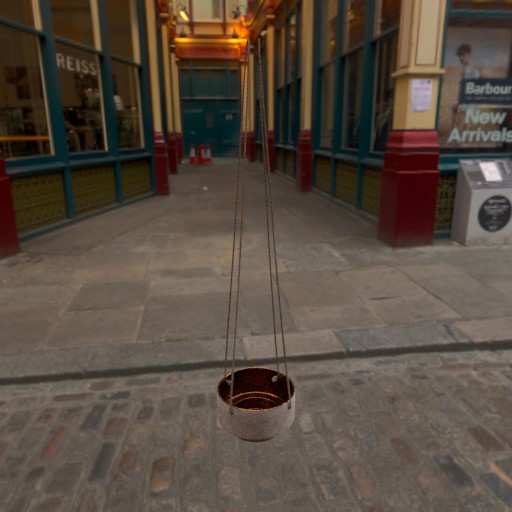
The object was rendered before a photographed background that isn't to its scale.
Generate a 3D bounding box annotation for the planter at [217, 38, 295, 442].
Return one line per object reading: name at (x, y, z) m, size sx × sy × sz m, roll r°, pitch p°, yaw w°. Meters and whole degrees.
planter at (0.000, 0.000, 1.152) m, size 0.223 × 1.030 × 0.223 m, roll -2°, pitch 17°, yaw -8°
